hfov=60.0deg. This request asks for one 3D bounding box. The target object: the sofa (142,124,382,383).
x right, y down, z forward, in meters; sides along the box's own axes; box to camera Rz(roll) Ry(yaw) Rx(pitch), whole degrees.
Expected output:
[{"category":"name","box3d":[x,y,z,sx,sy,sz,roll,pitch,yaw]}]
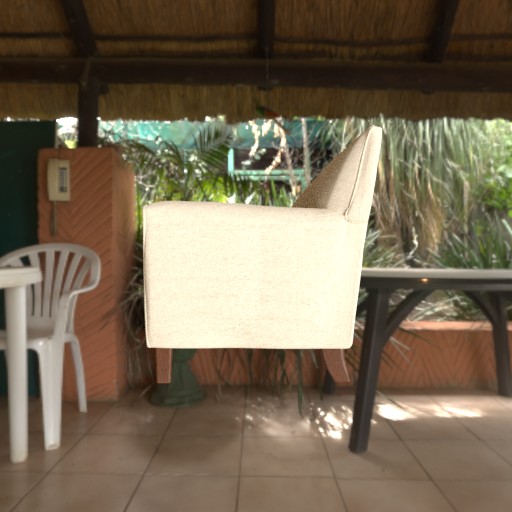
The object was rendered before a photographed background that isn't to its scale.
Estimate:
[{"category":"sofa","box3d":[0.000,0.000,2.485,0.841,0.907,2.001,0,0,-1]}]
